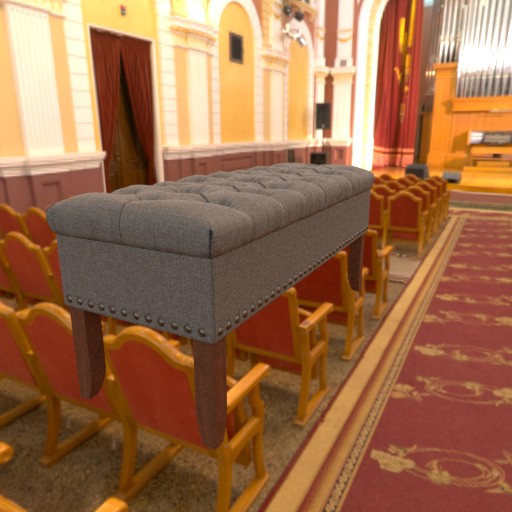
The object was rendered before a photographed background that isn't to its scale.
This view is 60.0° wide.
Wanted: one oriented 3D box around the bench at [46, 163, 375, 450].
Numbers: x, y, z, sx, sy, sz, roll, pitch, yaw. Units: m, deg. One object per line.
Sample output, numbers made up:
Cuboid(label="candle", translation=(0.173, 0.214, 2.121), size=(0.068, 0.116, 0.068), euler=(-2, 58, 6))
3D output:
Cuboid(label="bench", translation=(0.000, 0.000, 1.301), size=(0.417, 0.470, 1.052), euler=(8, 18, 27))
